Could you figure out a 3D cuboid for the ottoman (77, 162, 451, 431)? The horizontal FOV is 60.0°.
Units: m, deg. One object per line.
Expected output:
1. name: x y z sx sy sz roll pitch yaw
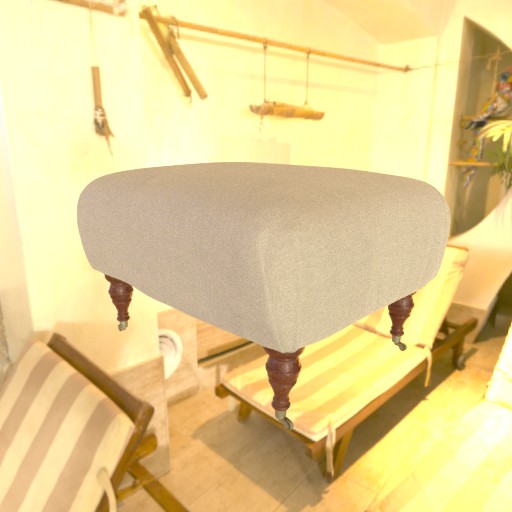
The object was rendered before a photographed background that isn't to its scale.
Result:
1. ottoman: 0.000 0.000 1.109 0.746 0.450 0.622 14 21 43
